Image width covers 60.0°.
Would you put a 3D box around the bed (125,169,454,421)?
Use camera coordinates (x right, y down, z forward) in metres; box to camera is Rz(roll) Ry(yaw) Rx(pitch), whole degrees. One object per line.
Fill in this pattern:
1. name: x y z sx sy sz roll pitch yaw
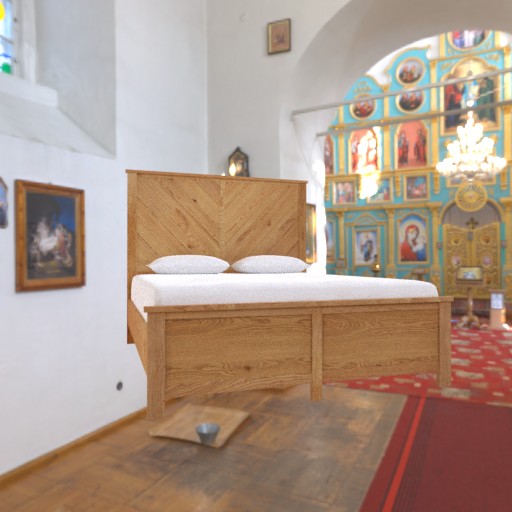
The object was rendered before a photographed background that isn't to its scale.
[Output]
1. bed: 0.000 0.000 4.117 2.225 1.938 2.530 0 -1 -19
